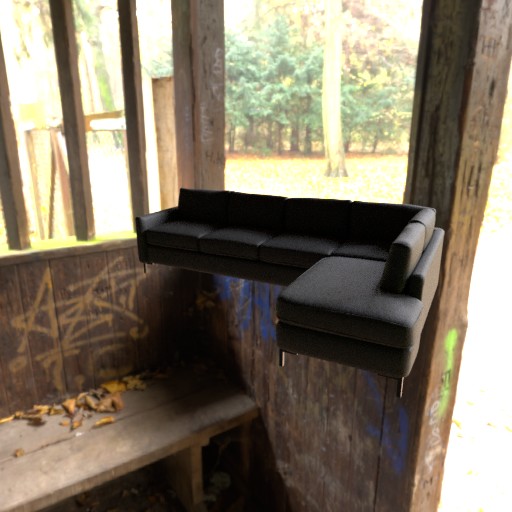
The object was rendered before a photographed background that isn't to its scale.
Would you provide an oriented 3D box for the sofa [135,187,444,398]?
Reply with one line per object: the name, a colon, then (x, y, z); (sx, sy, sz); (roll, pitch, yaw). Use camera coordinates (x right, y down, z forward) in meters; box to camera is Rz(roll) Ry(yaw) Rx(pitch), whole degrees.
sofa: (0.000, 0.000, 3.918); (2.972, 0.858, 1.984); (8, 19, 26)
